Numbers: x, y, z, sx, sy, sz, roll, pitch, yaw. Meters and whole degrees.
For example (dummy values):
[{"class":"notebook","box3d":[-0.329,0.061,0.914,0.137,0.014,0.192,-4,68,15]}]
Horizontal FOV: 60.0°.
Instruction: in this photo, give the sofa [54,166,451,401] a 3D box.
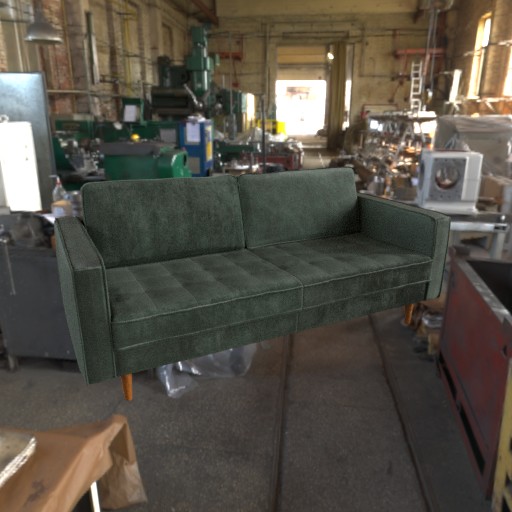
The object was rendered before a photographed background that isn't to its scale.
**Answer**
[{"class":"sofa","box3d":[0.000,0.000,2.246,1.816,0.781,0.886,-9,20,-26]}]
